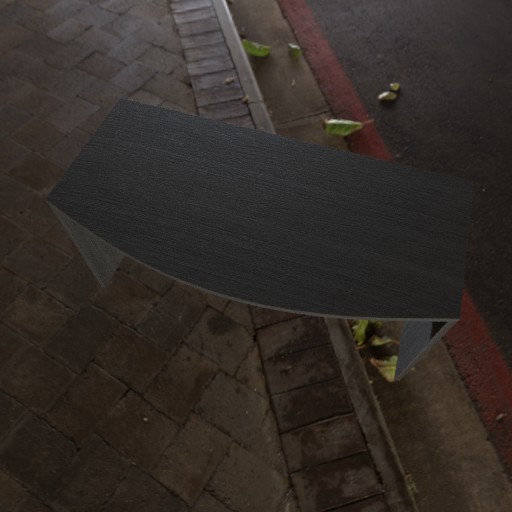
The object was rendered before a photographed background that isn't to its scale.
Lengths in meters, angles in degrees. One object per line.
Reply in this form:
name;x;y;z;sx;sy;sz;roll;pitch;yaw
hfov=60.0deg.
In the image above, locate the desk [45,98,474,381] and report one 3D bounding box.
desk;0.000;0.000;2.052;1.600;0.750;0.802;16;60;10
